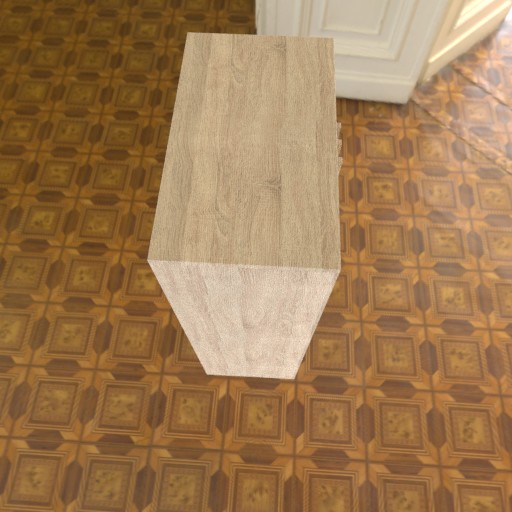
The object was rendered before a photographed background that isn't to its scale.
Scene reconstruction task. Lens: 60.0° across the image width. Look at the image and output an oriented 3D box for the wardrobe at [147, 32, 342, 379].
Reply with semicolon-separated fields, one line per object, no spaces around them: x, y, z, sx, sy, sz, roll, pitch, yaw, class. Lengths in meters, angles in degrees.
0.000;0.000;2.421;0.600;1.960;1.000;3;64;1;wardrobe
